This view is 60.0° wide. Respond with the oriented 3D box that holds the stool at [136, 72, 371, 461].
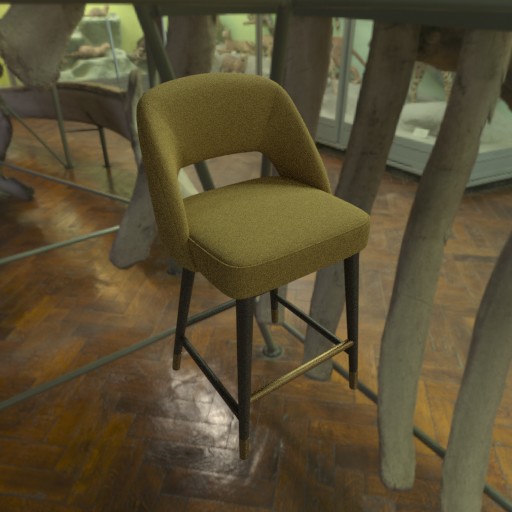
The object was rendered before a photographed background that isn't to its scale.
[{"bbox_3d":[0.000,0.000,1.295,0.536,0.939,0.522,-20,36,-30],"label":"stool"}]
